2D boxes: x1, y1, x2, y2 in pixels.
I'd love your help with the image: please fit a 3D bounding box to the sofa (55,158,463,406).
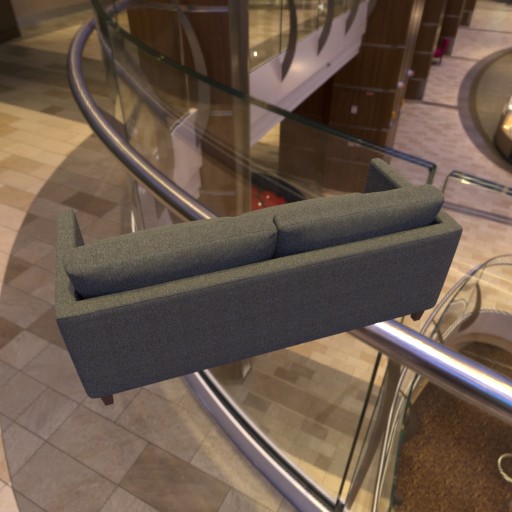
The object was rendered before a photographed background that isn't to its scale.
[{"bbox_3d":[0.000,0.000,2.739,2.208,0.965,0.948,-12,41,-14],"label":"sofa"}]
